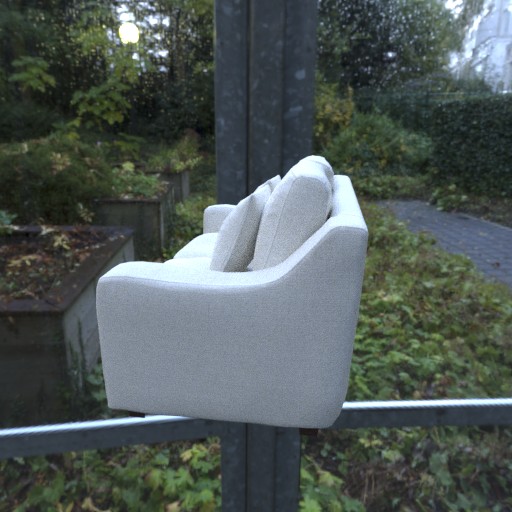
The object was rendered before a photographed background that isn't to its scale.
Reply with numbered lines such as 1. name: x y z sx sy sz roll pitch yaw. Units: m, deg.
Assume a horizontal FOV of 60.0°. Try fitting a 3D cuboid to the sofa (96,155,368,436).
1. sofa: 0.000 0.000 2.442 1.040 1.047 1.744 3 16 9
